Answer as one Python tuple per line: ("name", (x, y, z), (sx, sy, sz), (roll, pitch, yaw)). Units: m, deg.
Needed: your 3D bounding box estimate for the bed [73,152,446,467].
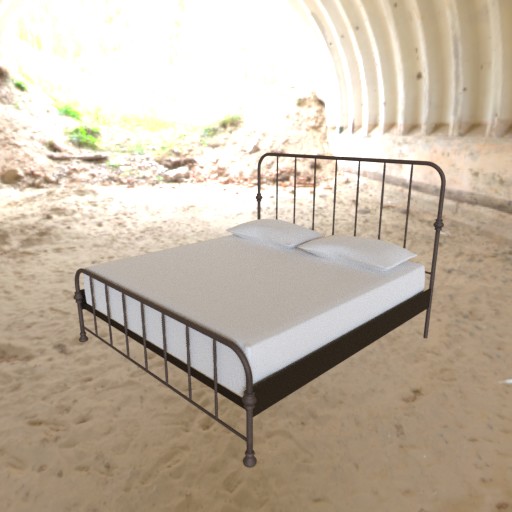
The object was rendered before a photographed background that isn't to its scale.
("bed", (0.000, 0.000, 3.492), (2.134, 1.446, 2.044), (-16, 22, -43))
